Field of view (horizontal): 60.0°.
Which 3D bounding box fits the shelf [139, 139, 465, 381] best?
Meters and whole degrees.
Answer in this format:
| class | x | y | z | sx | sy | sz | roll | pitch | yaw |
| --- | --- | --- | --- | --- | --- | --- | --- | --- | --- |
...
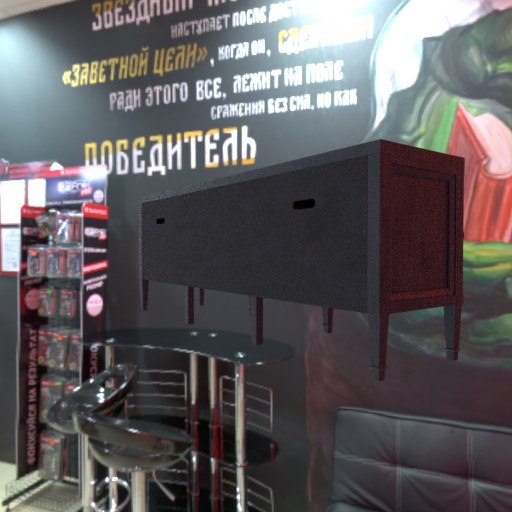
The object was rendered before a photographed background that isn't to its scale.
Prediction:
| class | x | y | z | sx | sy | sz | roll | pitch | yaw |
| --- | --- | --- | --- | --- | --- | --- | --- | --- | --- |
| shelf | 0.000 | 0.000 | 2.194 | 0.471 | 0.715 | 1.878 | -1 | 1 | -36 |
